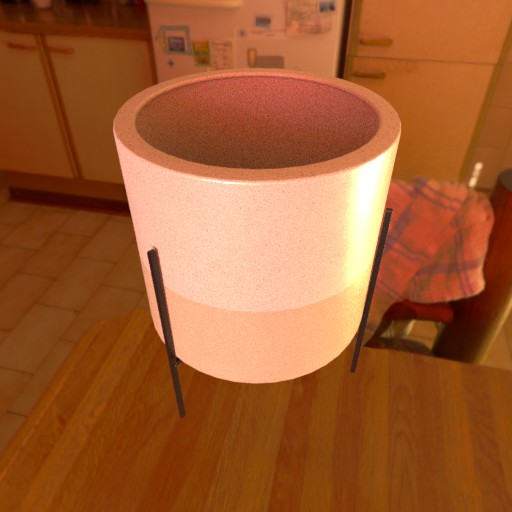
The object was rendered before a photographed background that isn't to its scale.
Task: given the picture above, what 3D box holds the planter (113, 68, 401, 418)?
[{"bbox_3d":[0.000,0.000,0.717,0.359,0.484,0.368,-11,41,-13],"label":"planter"}]
